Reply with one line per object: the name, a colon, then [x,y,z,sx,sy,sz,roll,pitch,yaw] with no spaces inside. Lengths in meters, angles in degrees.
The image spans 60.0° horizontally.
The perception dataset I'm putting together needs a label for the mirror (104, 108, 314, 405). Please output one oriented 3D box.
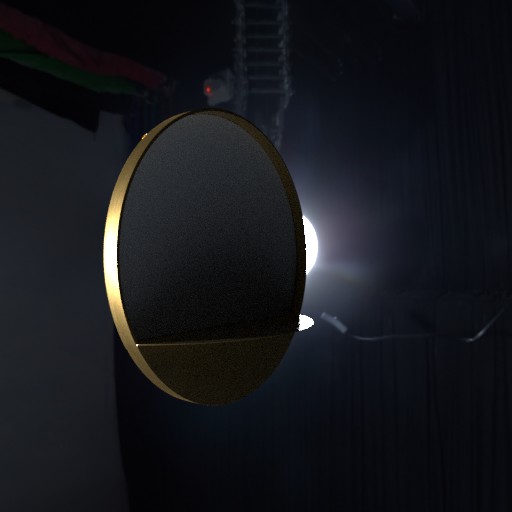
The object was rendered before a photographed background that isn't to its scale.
mirror: [0.000,0.000,0.684,0.133,0.457,0.457,-1,-2,36]
